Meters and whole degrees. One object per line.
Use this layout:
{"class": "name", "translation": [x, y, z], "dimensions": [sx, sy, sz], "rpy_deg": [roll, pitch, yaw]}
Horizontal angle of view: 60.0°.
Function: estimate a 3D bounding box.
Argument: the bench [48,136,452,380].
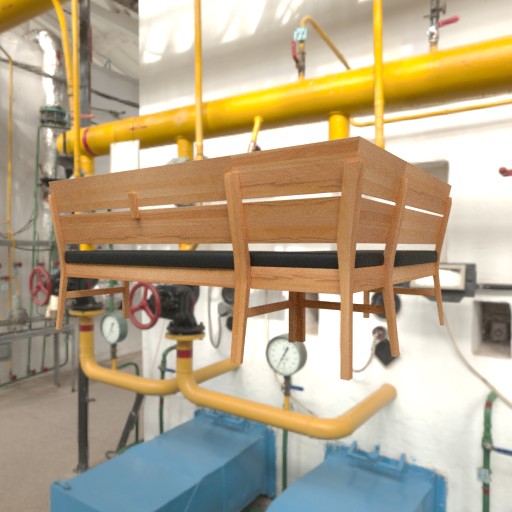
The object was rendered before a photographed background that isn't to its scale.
{"class": "bench", "translation": [0.000, 0.000, 2.735], "dimensions": [1.948, 0.890, 1.548], "rpy_deg": [1, 2, 35]}
